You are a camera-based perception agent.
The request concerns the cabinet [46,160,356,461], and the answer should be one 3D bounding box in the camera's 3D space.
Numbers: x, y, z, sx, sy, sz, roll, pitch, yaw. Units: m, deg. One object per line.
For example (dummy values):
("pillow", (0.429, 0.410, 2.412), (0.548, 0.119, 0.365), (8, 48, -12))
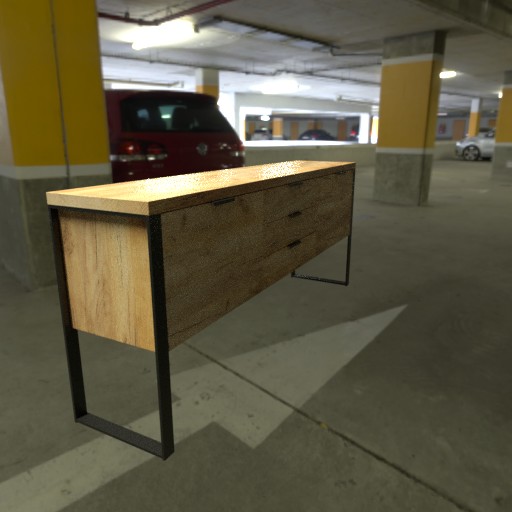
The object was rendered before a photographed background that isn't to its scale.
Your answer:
("cabinet", (0.000, 0.000, 2.044), (0.395, 0.762, 1.800), (8, 17, 27))
